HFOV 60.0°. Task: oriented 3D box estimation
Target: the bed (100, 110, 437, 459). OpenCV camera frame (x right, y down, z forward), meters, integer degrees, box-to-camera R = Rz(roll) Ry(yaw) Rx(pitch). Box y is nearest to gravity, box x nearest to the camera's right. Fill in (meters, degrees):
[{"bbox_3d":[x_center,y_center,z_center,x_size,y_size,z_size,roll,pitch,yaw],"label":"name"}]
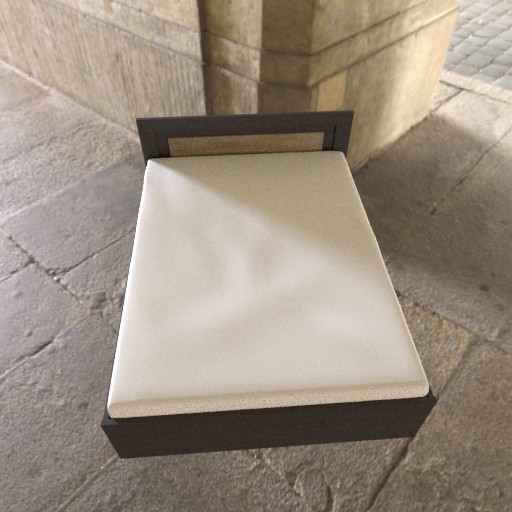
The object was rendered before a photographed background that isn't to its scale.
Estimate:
[{"bbox_3d":[0.000,0.000,2.800,1.585,0.823,2.073,-3,46,-3],"label":"bed"}]
